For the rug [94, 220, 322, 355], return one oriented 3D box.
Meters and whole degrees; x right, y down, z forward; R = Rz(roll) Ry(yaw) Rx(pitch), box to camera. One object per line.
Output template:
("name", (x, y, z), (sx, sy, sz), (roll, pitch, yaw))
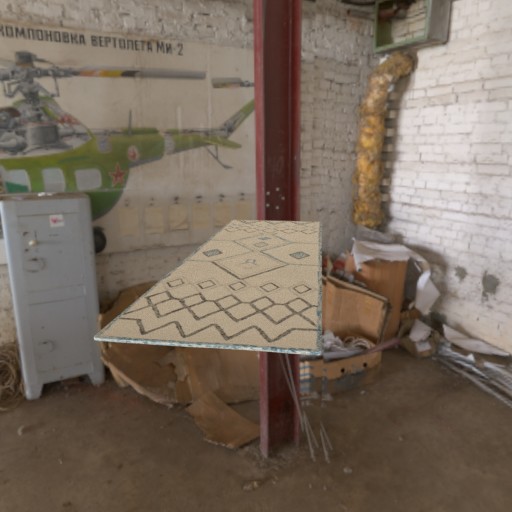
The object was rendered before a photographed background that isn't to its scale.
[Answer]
("rug", (0.000, 0.000, 2.617), (0.770, 0.013, 2.434), (2, 14, 8))
